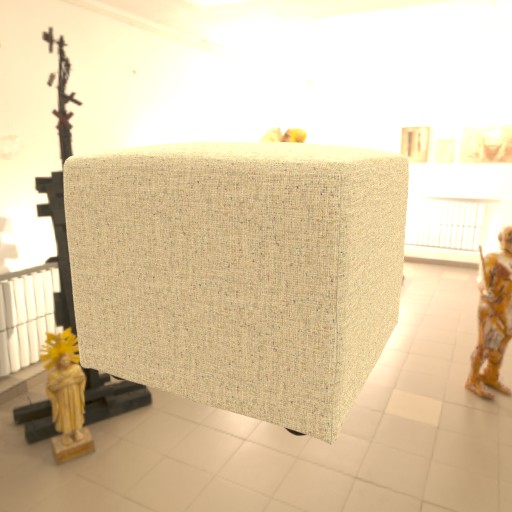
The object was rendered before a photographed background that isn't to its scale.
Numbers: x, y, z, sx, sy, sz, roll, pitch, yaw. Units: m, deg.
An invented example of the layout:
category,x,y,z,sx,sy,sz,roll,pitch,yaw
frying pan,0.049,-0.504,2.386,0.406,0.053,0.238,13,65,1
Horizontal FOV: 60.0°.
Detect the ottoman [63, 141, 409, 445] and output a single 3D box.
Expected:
category,x,y,z,sx,sy,sz,roll,pitch,yaw
ottoman,0.000,0.000,0.907,0.512,0.453,0.521,7,15,27
